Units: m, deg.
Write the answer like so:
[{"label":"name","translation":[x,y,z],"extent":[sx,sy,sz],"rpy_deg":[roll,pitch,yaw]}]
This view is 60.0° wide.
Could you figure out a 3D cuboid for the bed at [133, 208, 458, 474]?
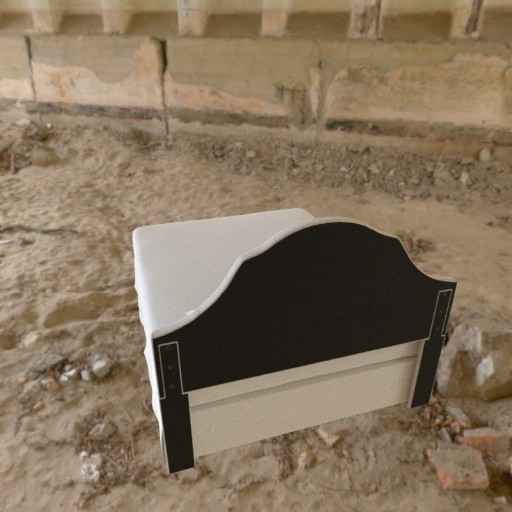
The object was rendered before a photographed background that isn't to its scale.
[{"label":"bed","translation":[0.000,0.000,3.764],"extent":[2.039,1.617,2.477],"rpy_deg":[-8,28,-16]}]
